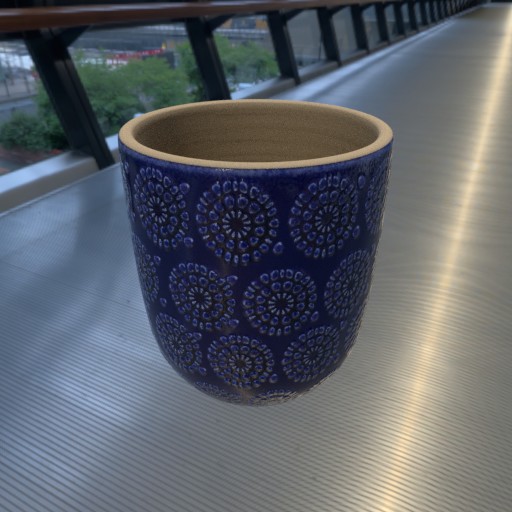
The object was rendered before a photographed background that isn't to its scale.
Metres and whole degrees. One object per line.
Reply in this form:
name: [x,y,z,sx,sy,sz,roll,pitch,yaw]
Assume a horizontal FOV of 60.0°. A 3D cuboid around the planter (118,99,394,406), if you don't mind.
planter: [0.000,0.000,0.351,0.184,0.206,0.184,0,30,0]
